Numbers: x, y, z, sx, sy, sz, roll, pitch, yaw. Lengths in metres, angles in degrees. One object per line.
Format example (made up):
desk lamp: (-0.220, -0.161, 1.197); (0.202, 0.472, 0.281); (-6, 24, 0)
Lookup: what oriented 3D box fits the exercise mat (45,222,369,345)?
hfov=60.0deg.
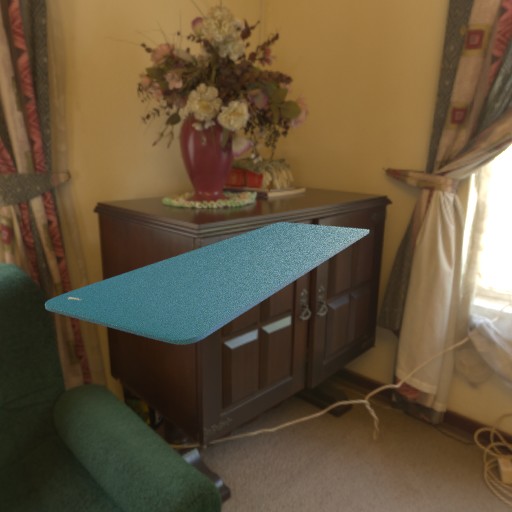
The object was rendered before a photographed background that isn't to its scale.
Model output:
exercise mat: (0.000, 0.000, 2.094); (0.616, 0.021, 1.869); (7, 16, 28)
